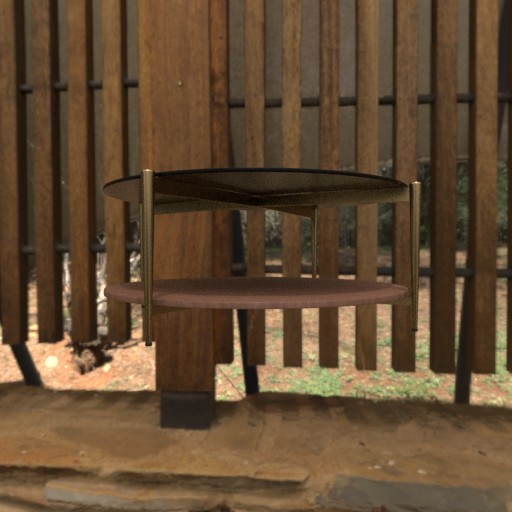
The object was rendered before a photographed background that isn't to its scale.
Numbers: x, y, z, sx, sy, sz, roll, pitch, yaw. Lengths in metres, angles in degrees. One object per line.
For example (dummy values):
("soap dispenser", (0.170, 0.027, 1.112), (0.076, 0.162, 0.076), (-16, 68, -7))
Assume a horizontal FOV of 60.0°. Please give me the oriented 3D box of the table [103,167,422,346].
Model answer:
("table", (0.000, 0.000, 1.440), (0.938, 0.400, 0.938), (0, 1, 0))
